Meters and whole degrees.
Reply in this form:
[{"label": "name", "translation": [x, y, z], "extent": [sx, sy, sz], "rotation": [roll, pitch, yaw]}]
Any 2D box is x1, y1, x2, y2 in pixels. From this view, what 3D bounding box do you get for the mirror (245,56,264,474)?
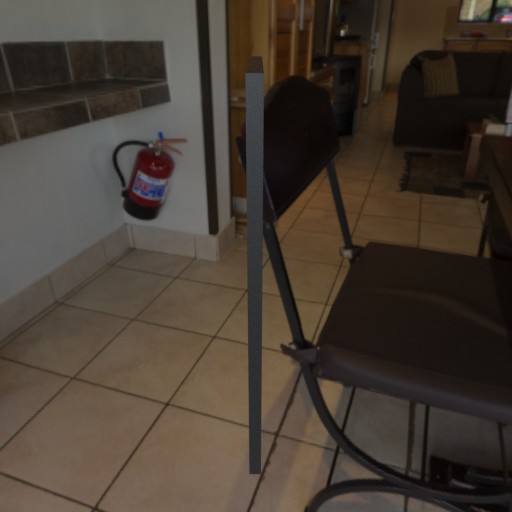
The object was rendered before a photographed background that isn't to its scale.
[{"label": "mirror", "translation": [0.000, 0.000, 1.521], "extent": [0.038, 1.219, 0.762], "rotation": [0, 27, 0]}]
